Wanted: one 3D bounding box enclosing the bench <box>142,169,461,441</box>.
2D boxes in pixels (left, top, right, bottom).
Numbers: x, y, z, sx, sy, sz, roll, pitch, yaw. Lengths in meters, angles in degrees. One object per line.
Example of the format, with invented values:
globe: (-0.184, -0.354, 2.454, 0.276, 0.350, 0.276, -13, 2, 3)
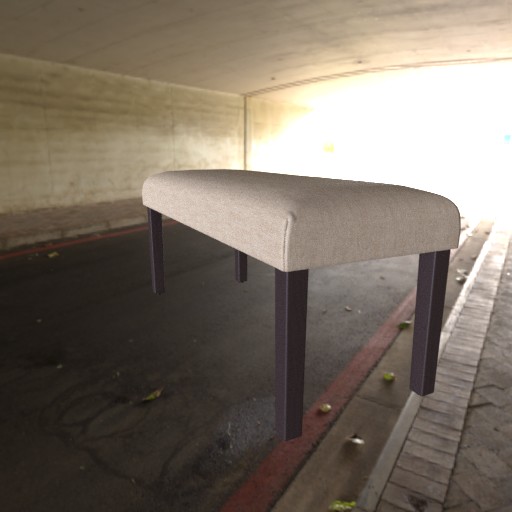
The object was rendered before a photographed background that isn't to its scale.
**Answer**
bench: (0.000, 0.000, 1.259, 0.407, 0.456, 1.013, -7, 15, -26)
